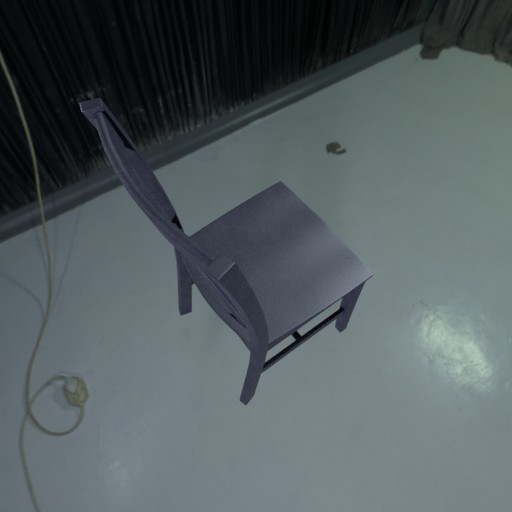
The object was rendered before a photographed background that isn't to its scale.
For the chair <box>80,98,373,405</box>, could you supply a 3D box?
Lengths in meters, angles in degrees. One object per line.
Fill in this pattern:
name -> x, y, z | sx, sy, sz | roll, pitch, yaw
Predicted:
chair -> 0.000, 0.000, 1.254 | 0.542, 0.983, 0.485 | -32, 64, -18
